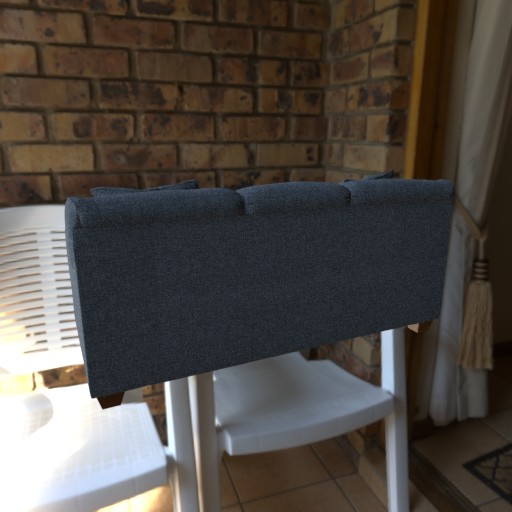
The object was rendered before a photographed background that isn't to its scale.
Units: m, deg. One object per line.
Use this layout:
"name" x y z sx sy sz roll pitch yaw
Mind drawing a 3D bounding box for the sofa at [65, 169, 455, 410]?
"sofa" 0.000 0.000 2.583 2.024 0.958 0.997 -7 17 -24
